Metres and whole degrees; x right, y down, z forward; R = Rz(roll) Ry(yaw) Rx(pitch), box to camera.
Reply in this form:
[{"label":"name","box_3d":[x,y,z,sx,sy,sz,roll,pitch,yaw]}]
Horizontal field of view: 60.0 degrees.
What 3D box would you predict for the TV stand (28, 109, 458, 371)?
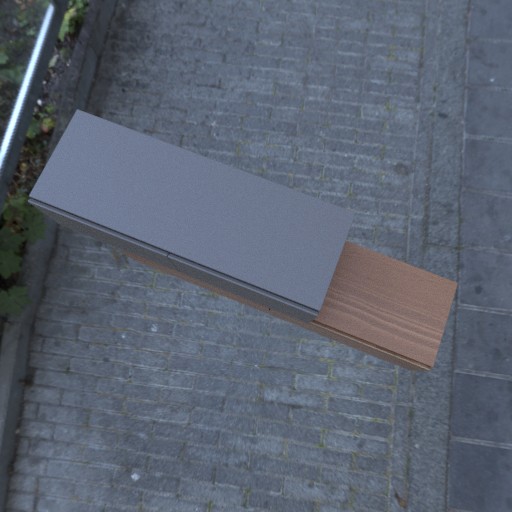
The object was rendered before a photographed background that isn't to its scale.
[{"label":"TV stand","box_3d":[0.000,0.000,1.577,1.336,0.591,0.329,21,77,5]}]
